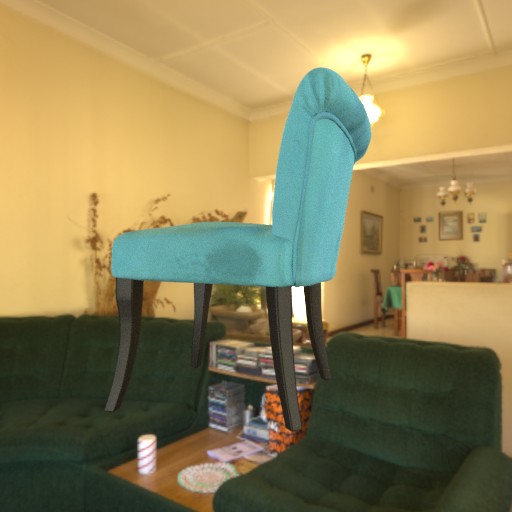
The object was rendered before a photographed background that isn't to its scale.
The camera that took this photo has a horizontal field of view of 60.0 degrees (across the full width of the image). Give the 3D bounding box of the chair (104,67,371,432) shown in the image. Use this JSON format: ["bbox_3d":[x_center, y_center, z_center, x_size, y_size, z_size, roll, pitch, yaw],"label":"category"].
[{"bbox_3d":[0.000,0.000,1.201,0.605,0.750,0.582,0,-1,18],"label":"chair"}]
